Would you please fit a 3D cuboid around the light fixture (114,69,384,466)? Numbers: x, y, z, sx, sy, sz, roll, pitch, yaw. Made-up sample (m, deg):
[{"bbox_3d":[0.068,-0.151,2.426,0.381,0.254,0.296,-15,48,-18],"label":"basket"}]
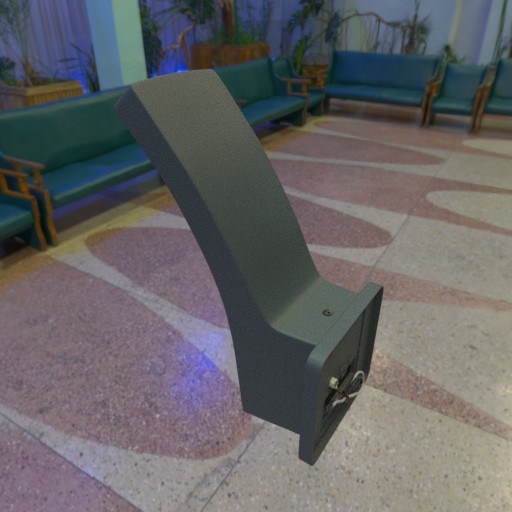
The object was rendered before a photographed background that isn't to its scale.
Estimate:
[{"bbox_3d":[0.000,0.000,0.328,0.174,0.243,0.108,19,35,29],"label":"light fixture"}]
